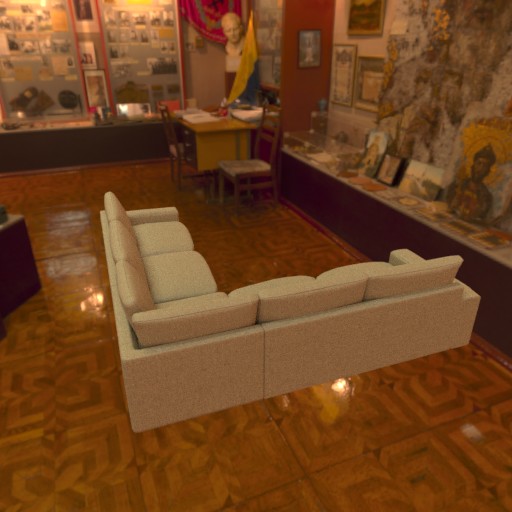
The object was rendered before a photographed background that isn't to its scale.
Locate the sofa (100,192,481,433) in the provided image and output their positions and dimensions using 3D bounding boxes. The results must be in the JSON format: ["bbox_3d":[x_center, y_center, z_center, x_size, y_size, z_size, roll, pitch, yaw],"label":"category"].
[{"bbox_3d":[0.000,0.000,4.124,2.622,0.800,2.742,-9,28,-18],"label":"sofa"}]
